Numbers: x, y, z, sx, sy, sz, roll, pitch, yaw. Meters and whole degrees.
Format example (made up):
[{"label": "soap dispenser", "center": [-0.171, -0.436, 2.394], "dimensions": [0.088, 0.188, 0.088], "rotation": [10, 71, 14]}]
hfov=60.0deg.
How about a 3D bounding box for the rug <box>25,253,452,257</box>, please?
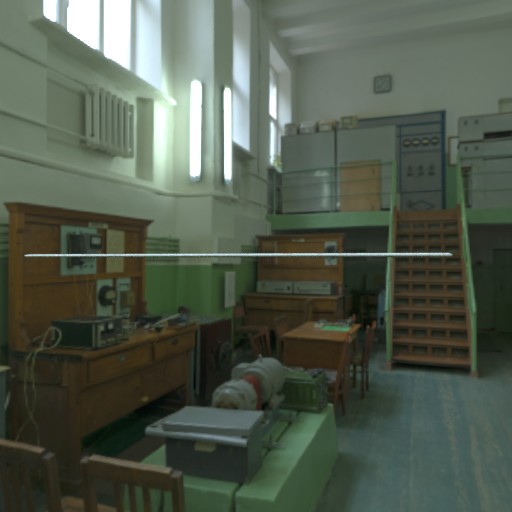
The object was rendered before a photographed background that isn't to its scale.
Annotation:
[{"label": "rug", "center": [0.000, 0.000, 2.890], "dimensions": [2.202, 0.014, 1.598], "rotation": [0, 0, 18]}]
